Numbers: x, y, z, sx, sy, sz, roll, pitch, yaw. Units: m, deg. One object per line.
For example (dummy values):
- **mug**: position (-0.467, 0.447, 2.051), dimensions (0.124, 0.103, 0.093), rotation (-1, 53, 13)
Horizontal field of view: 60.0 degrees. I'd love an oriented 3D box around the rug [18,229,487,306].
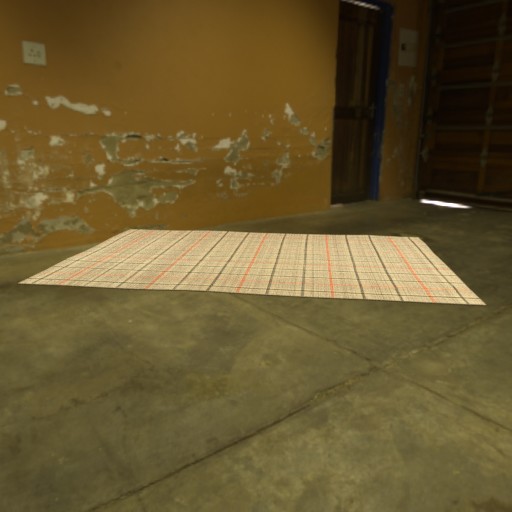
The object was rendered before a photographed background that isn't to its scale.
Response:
- **rug**: position (0.000, 0.000, 3.011), dimensions (2.439, 0.015, 1.524), rotation (2, 15, 8)
